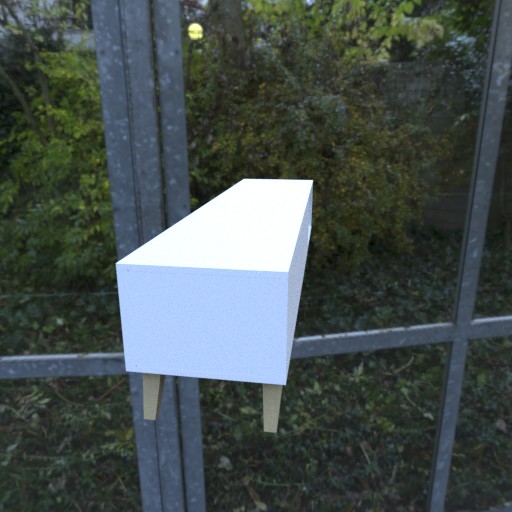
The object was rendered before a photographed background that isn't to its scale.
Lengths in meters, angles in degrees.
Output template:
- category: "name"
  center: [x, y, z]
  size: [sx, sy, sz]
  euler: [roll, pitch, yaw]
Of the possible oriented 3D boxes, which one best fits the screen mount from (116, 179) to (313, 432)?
- category: "screen mount"
  center: [0.000, 0.000, 1.834]
  size: [0.399, 0.432, 1.644]
  euler: [3, 17, 8]
